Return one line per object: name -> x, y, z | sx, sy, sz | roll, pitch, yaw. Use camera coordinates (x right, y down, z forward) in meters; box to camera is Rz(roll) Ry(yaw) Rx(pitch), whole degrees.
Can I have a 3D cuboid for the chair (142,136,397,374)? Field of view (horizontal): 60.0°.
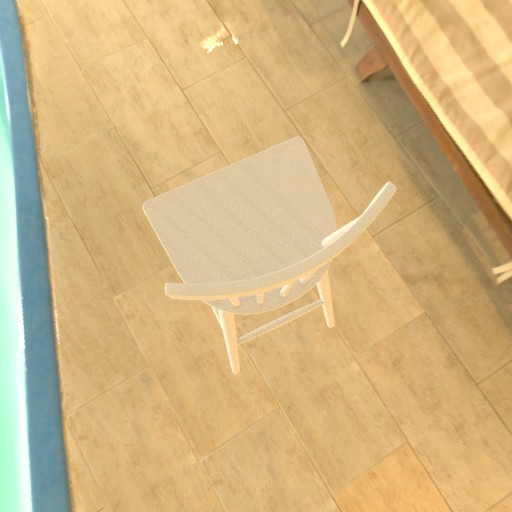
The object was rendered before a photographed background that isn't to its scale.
chair -> 0.000, 0.000, 1.363 | 0.483, 1.092, 0.572 | -25, 77, -6
